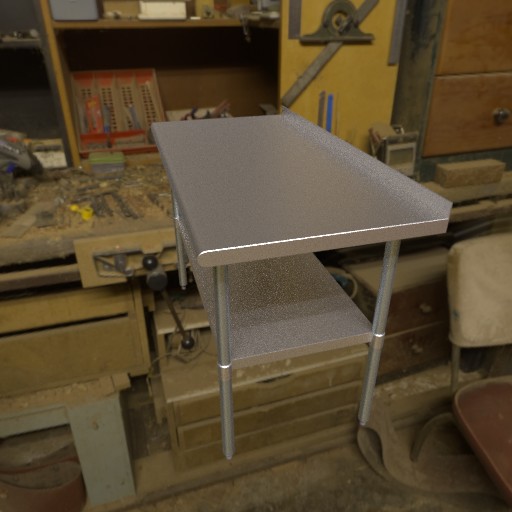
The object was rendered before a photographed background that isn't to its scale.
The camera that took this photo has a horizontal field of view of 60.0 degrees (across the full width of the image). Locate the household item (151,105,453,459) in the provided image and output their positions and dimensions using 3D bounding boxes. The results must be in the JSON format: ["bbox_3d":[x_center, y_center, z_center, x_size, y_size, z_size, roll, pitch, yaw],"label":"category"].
[{"bbox_3d":[0.000,0.000,1.685,0.610,0.851,1.219,-8,30,-14],"label":"household item"}]
